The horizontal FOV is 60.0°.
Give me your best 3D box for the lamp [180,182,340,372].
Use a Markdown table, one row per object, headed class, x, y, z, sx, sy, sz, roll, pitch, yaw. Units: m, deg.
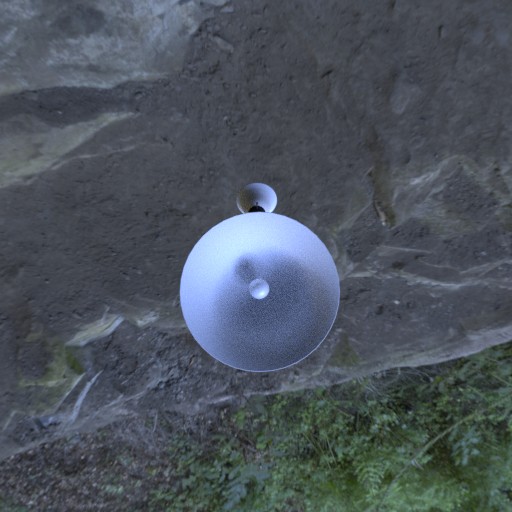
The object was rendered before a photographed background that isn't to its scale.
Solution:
| class | x | y | z | sx | sy | sz | roll | pitch | yaw |
| --- | --- | --- | --- | --- | --- | --- | --- | --- | --- |
| lamp | 0.000 | 0.000 | 2.018 | 0.405 | 1.793 | 0.588 | 0 | 90 | -1 |
